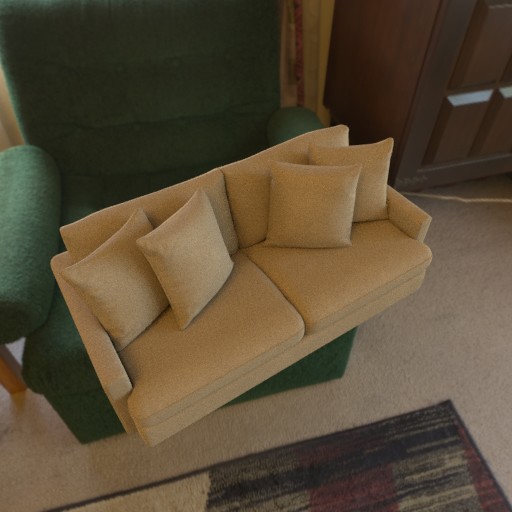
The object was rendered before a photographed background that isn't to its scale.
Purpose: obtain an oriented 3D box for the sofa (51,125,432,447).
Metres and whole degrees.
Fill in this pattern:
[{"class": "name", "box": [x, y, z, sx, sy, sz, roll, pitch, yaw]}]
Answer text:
[{"class": "sofa", "box": [0.000, 0.000, 2.989, 2.380, 1.084, 1.228, -25, 52, -22]}]
